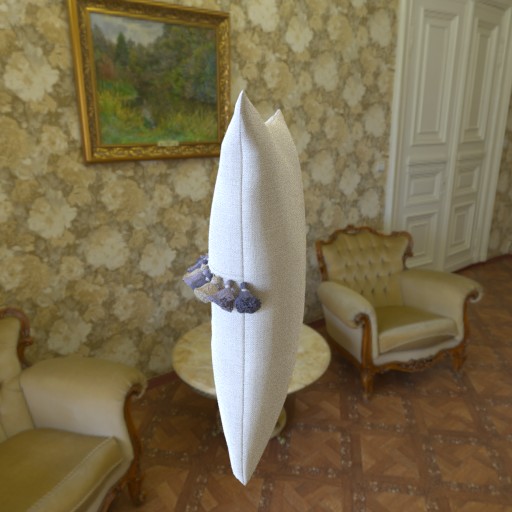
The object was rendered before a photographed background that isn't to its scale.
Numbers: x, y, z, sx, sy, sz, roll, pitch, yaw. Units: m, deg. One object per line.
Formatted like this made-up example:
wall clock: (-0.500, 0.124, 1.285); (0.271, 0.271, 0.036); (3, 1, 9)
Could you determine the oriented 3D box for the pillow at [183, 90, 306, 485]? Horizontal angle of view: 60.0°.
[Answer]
pillow: (0.000, 0.000, 0.732); (0.165, 0.481, 0.489); (2, 16, 8)
